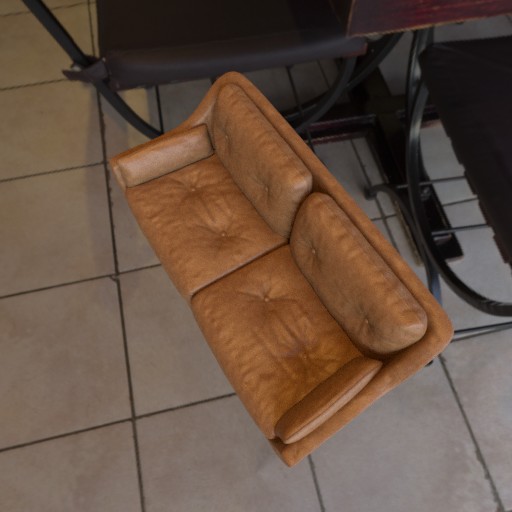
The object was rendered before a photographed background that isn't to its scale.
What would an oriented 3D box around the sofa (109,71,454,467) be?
[{"bbox_3d":[0.000,0.000,2.382,0.904,0.839,1.902,-29,67,-13],"label":"sofa"}]
